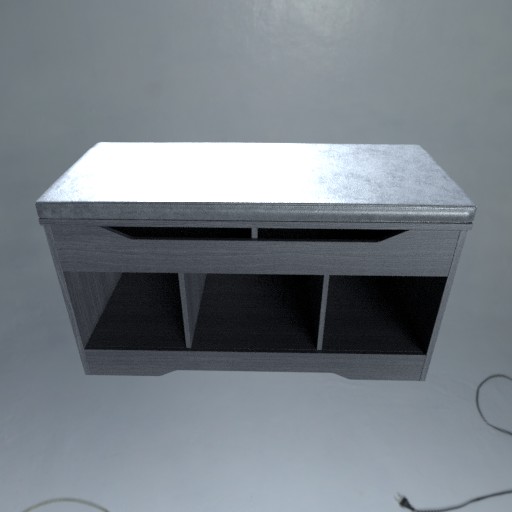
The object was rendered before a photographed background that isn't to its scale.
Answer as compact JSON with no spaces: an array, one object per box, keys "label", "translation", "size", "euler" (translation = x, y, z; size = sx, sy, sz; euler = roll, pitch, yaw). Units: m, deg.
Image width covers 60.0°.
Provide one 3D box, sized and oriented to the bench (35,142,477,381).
[{"label":"bench","translation":[0.000,0.000,1.194],"size":[0.905,0.501,0.401],"euler":[1,32,1]}]
